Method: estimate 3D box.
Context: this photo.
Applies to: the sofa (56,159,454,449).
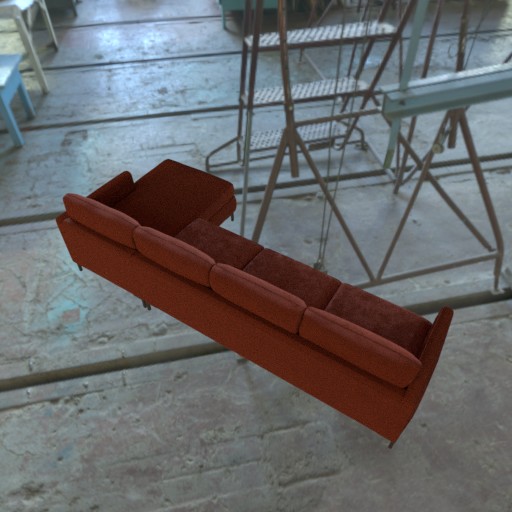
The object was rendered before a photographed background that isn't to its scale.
[{"bbox_3d":[0.000,0.000,3.442,2.932,0.810,1.350,25,50,22],"label":"sofa"}]
